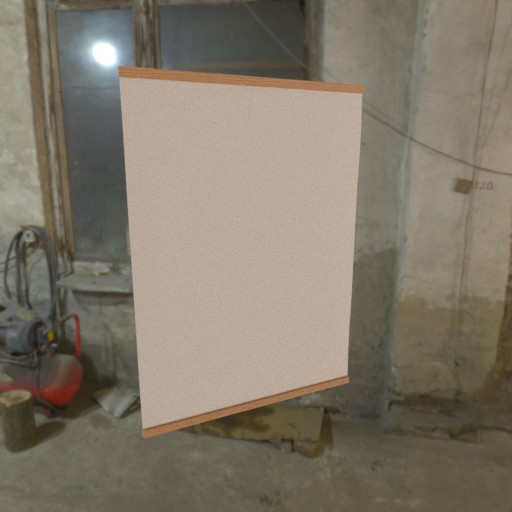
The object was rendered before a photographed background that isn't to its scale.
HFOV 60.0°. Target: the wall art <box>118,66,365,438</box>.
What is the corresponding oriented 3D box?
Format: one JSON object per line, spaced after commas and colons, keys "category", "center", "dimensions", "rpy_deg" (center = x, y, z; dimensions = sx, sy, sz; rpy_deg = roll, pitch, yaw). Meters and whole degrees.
{"category": "wall art", "center": [0.000, 0.000, 1.344], "dimensions": [0.739, 1.016, 0.020], "rpy_deg": [-6, 15, -25]}
